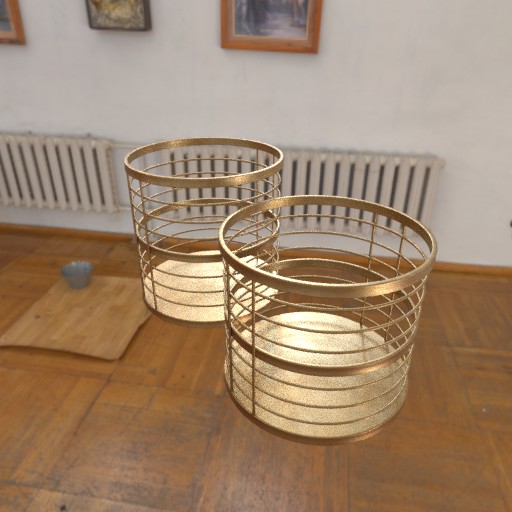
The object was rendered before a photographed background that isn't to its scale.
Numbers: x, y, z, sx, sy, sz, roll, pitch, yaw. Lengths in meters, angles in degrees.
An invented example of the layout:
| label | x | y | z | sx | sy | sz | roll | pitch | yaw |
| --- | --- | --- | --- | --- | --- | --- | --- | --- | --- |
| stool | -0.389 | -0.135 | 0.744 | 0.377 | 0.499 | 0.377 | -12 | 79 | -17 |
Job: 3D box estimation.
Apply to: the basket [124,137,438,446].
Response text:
| label | x | y | z | sx | sy | sz | roll | pitch | yaw |
| --- | --- | --- | --- | --- | --- | --- | --- | --- | --- |
| basket | 0.000 | 0.000 | 0.940 | 0.356 | 0.351 | 0.746 | -19 | 33 | -31 |
